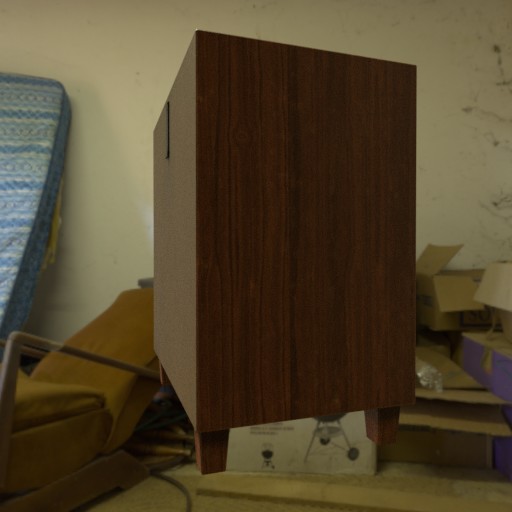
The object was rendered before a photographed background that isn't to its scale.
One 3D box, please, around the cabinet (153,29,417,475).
[{"bbox_3d":[0.000,0.000,1.024,0.410,0.695,0.607,0,1,-19],"label":"cabinet"}]
